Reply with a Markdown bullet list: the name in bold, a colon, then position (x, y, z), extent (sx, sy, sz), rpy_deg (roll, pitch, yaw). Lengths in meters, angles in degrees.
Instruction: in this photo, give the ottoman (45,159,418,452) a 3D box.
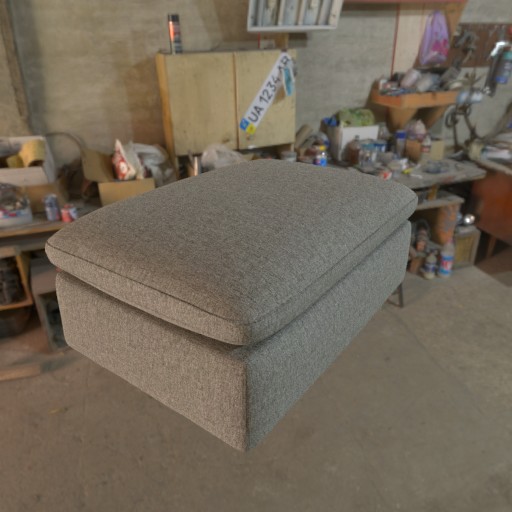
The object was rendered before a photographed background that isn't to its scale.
- **ottoman**: position (0.000, 0.000, 1.348), extent (0.694, 0.451, 0.977), rpy_deg (17, 31, 32)
